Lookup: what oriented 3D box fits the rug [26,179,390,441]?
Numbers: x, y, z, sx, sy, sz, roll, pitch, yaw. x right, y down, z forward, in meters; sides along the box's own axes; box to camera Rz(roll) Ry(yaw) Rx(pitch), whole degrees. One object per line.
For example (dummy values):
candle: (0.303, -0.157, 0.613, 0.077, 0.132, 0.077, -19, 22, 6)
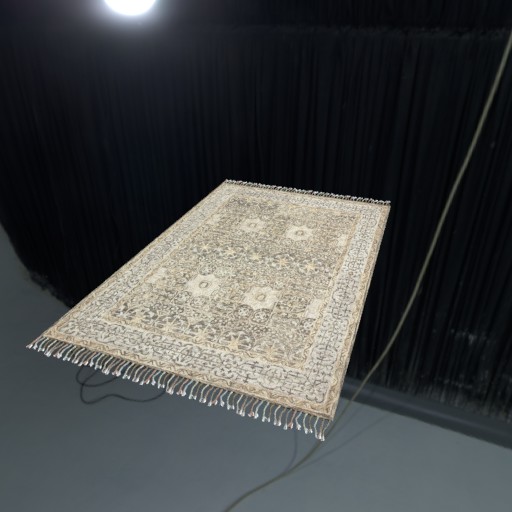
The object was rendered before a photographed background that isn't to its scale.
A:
rug: (0.000, 0.000, 2.414, 1.237, 0.010, 2.029, 11, 32, 17)
